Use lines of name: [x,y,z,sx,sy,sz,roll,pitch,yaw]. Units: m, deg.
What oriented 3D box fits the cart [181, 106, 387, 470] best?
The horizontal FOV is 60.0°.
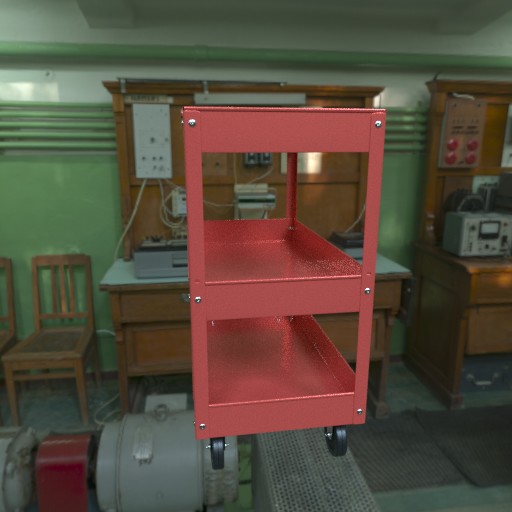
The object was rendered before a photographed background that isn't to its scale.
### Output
cart: [0.000,0.000,1.166,0.366,0.780,0.719,-2,14,-9]
